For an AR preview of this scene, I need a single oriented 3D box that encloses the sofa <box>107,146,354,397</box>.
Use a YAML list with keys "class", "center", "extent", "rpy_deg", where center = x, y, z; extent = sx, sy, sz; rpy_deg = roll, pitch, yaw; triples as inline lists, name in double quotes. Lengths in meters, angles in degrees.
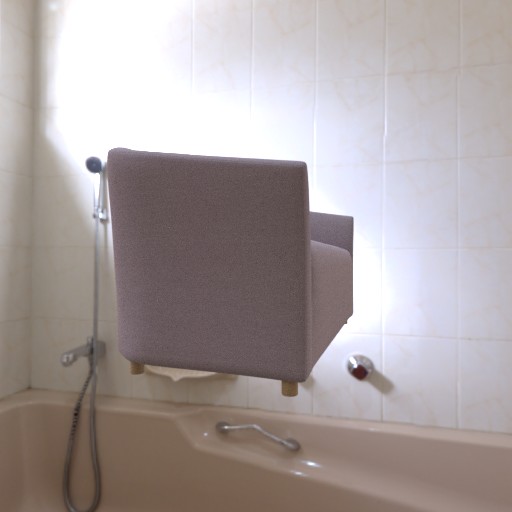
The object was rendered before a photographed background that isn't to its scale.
- class: "sofa"
  center: [0.000, 0.000, 1.855]
  extent: [0.705, 0.721, 1.452]
  rpy_deg: [0, -1, 17]
